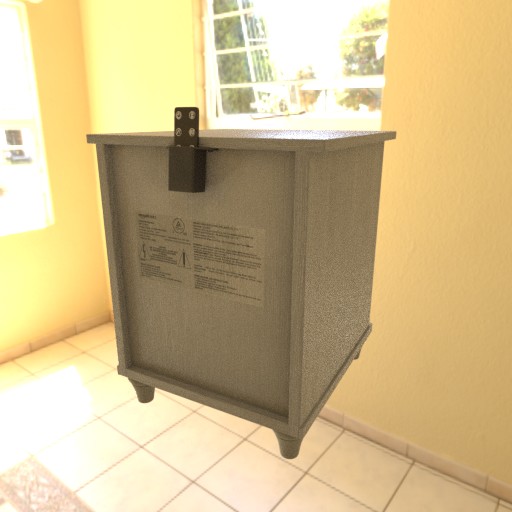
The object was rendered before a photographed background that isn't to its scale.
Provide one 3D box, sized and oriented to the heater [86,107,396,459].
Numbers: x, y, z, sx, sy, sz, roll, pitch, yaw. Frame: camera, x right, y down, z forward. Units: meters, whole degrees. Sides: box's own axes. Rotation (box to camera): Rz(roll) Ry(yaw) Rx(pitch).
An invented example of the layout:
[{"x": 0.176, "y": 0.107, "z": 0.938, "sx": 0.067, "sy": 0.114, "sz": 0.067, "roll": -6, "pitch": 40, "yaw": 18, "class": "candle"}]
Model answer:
[{"x": 0.000, "y": 0.000, "z": 0.765, "sx": 0.362, "sy": 0.481, "sz": 0.400, "roll": 9, "pitch": 19, "yaw": 27, "class": "heater"}]
